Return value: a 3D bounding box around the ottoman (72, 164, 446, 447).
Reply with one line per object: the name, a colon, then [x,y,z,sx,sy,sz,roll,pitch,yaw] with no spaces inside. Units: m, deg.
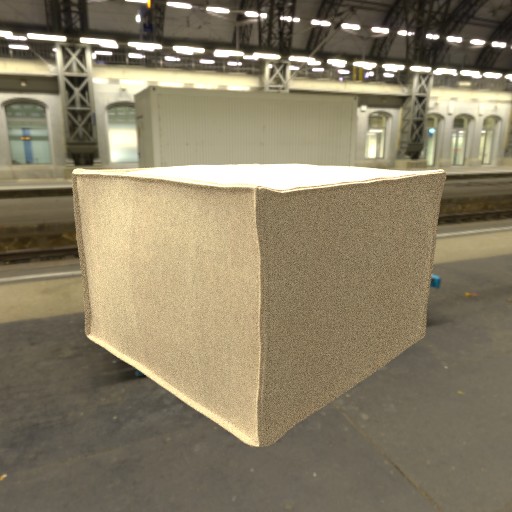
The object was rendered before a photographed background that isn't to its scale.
ottoman: [0.000,0.000,1.155,0.707,0.470,0.696,14,20,43]
